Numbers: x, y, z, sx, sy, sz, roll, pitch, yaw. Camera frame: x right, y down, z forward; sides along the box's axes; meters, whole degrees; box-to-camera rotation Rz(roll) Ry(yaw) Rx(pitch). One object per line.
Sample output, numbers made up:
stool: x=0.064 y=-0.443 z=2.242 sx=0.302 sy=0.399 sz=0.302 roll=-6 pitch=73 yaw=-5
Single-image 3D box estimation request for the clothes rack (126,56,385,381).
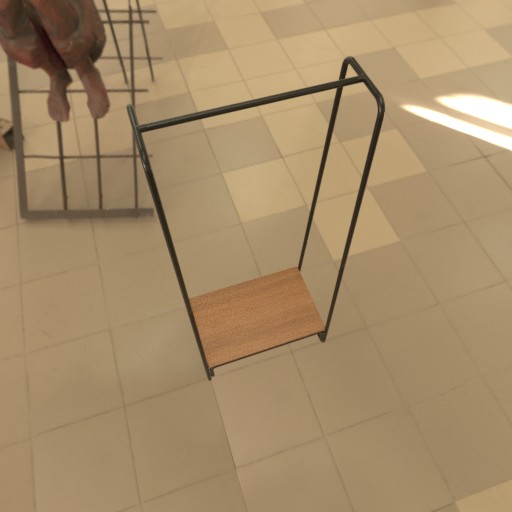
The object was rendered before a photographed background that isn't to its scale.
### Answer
clothes rack: x=0.000 y=0.000 z=1.766 sx=0.640 sy=1.500 sz=0.400 roll=-16 pitch=59 yaw=-10
